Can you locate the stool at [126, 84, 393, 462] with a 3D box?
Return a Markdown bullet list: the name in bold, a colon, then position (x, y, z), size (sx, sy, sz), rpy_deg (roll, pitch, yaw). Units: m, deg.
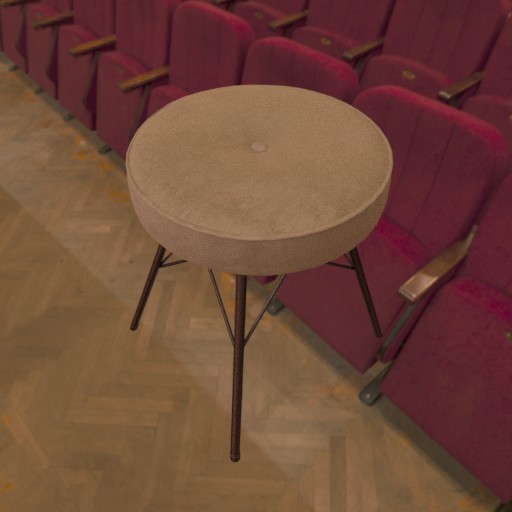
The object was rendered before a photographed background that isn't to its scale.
- **stool**: position (0.000, 0.000, 0.873), size (0.457, 0.538, 0.423), rpy_deg (-32, 55, -26)
